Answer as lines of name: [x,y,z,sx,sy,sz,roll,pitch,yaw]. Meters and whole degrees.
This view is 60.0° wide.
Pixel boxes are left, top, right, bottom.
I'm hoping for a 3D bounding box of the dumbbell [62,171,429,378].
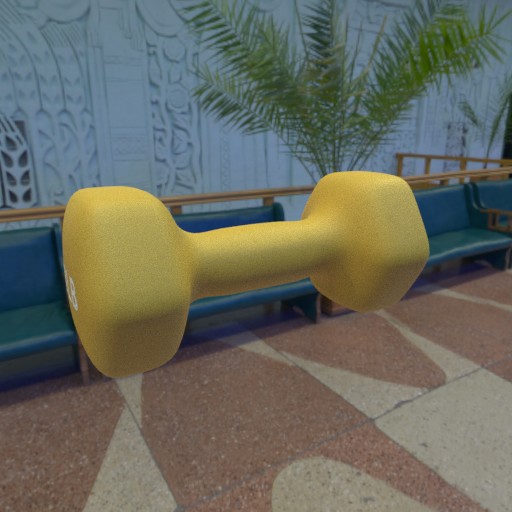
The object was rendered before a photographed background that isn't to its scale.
dumbbell: [0.000,0.000,0.240,0.190,0.082,0.090,-9,19,-27]
